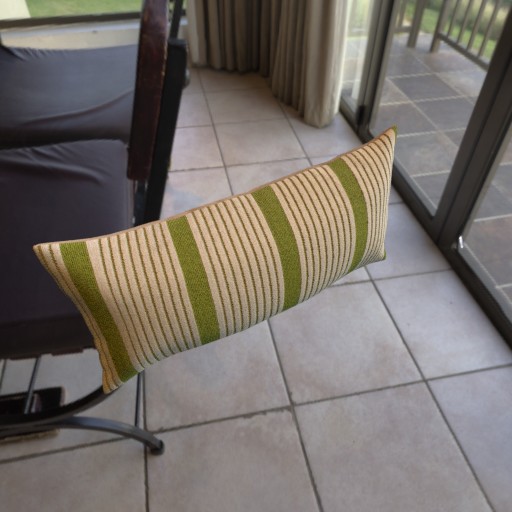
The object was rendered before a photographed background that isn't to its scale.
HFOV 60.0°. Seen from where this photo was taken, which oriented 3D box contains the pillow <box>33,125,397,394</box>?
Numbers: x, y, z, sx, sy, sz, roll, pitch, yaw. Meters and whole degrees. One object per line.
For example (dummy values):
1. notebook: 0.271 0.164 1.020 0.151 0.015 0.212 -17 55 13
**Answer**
1. pillow: 0.000 0.000 0.744 0.608 0.292 0.156 -23 50 -21
